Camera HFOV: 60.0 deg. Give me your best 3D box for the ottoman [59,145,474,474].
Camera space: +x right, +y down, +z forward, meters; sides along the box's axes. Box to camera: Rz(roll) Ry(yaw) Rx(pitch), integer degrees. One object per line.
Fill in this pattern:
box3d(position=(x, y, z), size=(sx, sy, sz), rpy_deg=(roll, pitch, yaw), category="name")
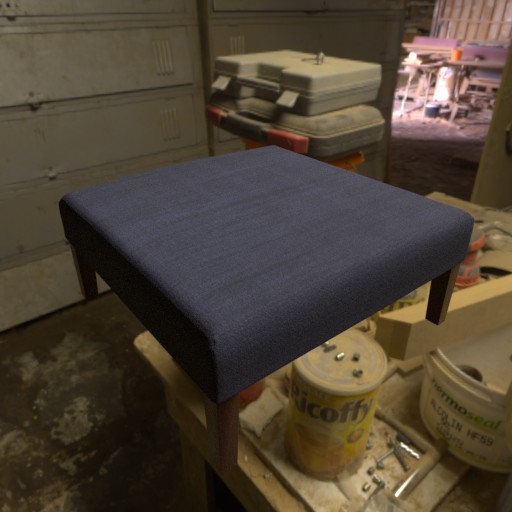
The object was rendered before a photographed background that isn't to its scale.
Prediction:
box3d(position=(0.000, 0.000, 1.389), size=(0.890, 0.411, 0.889), rpy_deg=(-21, 36, -32), category="ottoman")
